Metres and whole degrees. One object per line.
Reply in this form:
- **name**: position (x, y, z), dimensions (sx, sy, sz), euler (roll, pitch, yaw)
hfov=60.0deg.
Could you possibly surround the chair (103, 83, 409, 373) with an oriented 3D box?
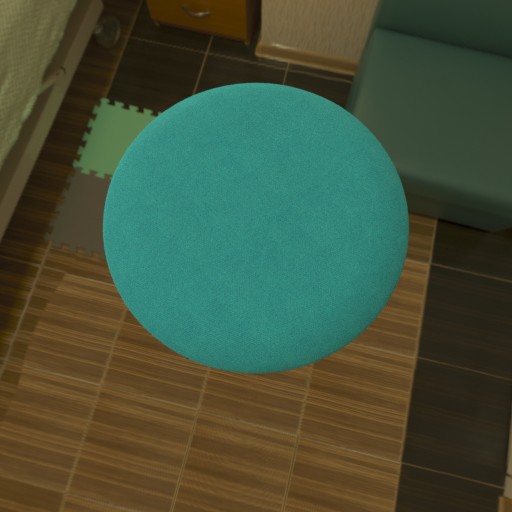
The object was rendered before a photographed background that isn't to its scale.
- **chair**: position (0.000, 0.000, 0.676), dimensions (0.350, 0.430, 0.350), euler (-15, 75, -4)
